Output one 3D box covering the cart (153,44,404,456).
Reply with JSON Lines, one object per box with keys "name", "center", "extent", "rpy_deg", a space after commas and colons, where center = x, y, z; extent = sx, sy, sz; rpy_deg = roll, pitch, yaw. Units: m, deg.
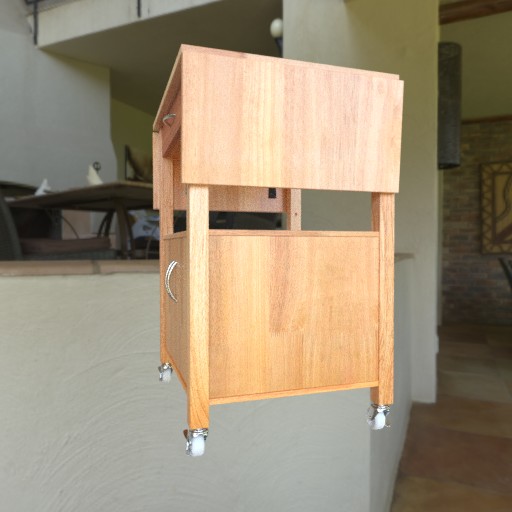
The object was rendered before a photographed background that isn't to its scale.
{"name": "cart", "center": [0.000, 0.000, 1.234], "extent": [0.508, 0.838, 0.640], "rpy_deg": [0, 1, -18]}
